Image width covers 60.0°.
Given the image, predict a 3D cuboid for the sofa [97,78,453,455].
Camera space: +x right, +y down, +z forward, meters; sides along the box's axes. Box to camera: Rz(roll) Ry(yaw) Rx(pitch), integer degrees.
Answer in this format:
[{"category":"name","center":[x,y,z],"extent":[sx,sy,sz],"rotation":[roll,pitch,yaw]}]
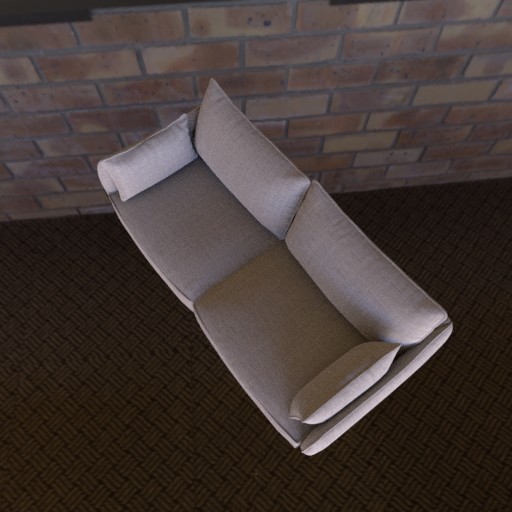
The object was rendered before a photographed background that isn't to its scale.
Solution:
[{"category":"sofa","center":[0.000,0.000,2.503],"extent":[0.972,0.851,1.989],"rotation":[-35,69,-16]}]
